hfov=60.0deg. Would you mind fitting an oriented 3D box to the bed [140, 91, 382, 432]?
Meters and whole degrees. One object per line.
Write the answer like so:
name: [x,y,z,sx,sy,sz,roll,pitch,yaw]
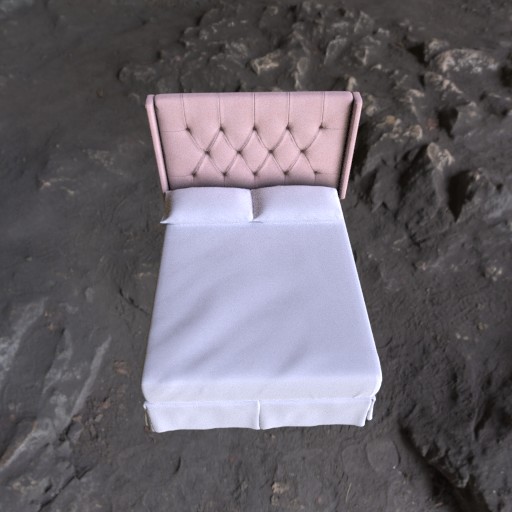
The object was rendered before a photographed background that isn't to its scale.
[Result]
bed: [0.000,0.000,3.431,1.719,1.665,2.066,-1,47,-1]
